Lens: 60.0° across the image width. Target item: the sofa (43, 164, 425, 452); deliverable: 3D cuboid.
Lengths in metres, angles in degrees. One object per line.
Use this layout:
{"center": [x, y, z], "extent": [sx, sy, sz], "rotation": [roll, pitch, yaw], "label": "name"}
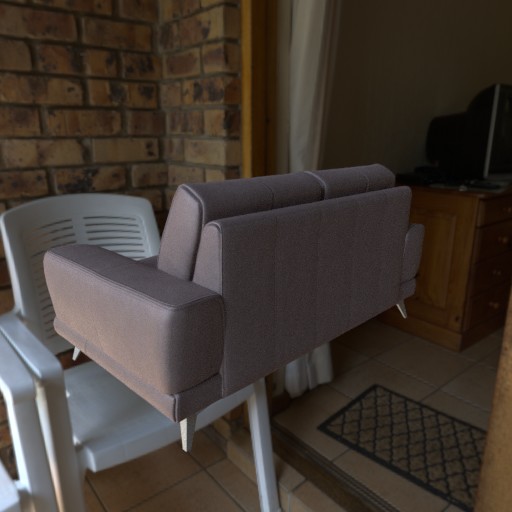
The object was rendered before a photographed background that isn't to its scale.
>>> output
{"center": [0.000, 0.000, 2.300], "extent": [1.018, 0.907, 1.806], "rotation": [15, 22, 43], "label": "sofa"}
